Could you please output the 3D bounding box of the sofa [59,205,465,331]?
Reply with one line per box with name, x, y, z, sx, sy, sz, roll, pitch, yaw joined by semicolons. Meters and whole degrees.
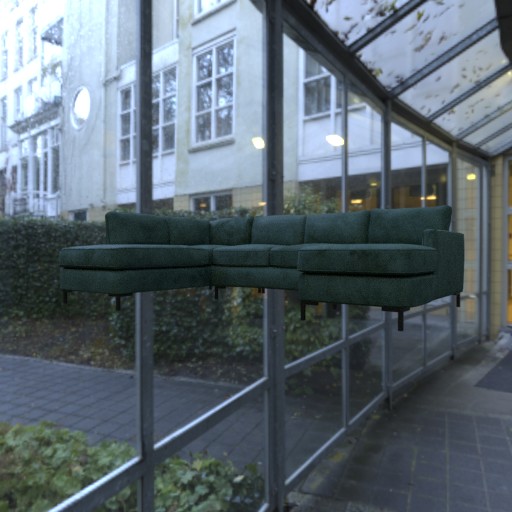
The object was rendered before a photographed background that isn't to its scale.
sofa;0.000;0.000;3.835;2.994;0.861;1.992;0;1;37
